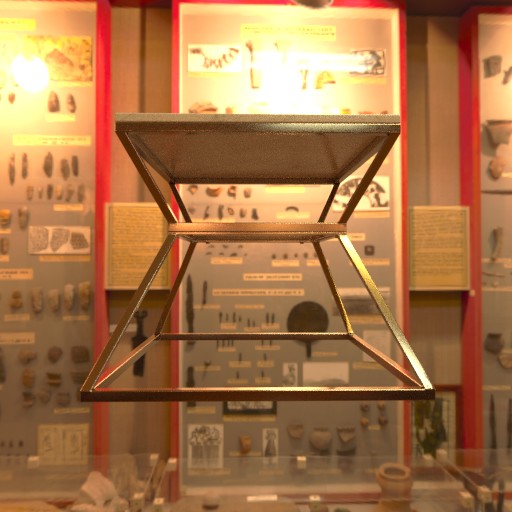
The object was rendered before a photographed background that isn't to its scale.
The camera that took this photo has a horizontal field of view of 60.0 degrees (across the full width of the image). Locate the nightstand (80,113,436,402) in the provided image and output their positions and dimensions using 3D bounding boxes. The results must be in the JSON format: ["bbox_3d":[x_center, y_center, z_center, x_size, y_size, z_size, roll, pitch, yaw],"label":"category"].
[{"bbox_3d":[0.000,0.000,0.899,0.514,0.426,0.513,0,-1,-1],"label":"nightstand"}]
